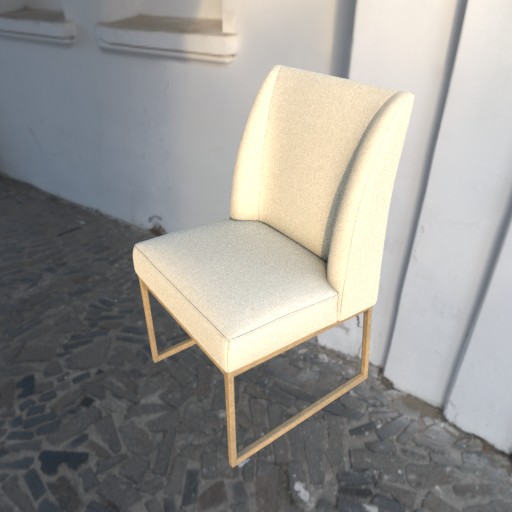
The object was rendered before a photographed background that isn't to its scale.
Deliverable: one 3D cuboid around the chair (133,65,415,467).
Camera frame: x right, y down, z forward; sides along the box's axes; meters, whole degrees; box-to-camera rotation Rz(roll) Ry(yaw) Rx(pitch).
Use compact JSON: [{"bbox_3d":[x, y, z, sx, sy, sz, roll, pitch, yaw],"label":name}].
[{"bbox_3d":[0.000,0.000,1.197,0.522,0.863,0.508,-21,38,-30],"label":"chair"}]
